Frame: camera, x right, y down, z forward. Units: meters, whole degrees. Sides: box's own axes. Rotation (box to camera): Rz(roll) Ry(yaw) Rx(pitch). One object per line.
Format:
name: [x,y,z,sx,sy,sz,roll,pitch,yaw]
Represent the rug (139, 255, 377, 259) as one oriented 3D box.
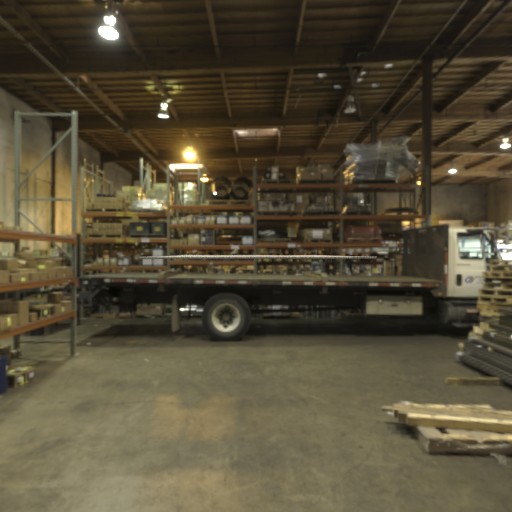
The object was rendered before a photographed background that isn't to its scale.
rug: [0.000,0.000,2.559,0.741,0.014,2.390,0,0,0]
